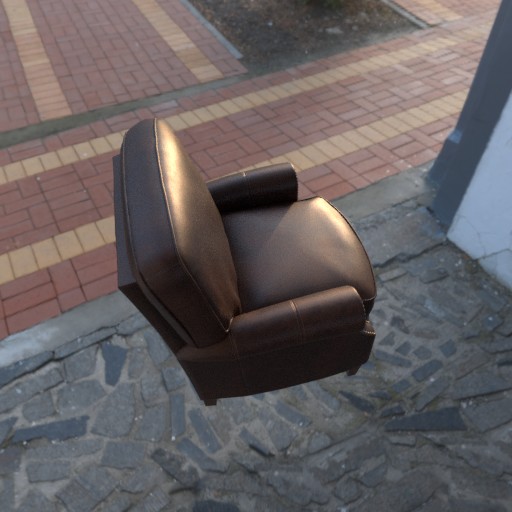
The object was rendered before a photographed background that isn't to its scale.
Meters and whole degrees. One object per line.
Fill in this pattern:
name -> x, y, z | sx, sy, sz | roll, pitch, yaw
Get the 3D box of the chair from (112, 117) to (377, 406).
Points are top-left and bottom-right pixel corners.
chair -> 0.000, 0.000, 1.825 | 0.986, 1.018, 0.936 | -10, 48, -9
